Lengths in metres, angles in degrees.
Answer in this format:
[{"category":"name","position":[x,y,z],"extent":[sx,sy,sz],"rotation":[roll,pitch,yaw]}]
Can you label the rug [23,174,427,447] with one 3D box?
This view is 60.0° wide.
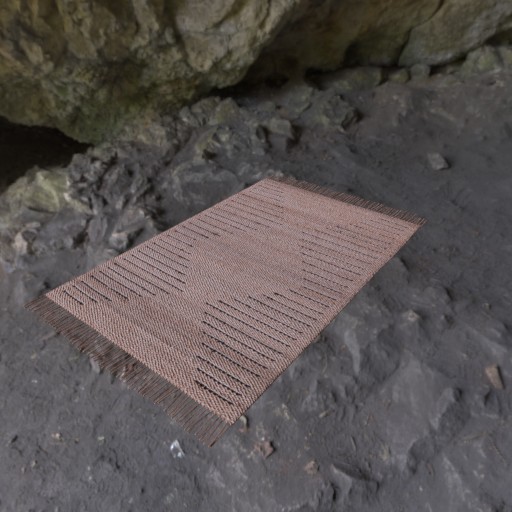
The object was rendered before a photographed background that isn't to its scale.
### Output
[{"category":"rug","position":[0.000,0.000,2.491],"extent":[1.224,0.027,2.085],"rotation":[23,40,31]}]
